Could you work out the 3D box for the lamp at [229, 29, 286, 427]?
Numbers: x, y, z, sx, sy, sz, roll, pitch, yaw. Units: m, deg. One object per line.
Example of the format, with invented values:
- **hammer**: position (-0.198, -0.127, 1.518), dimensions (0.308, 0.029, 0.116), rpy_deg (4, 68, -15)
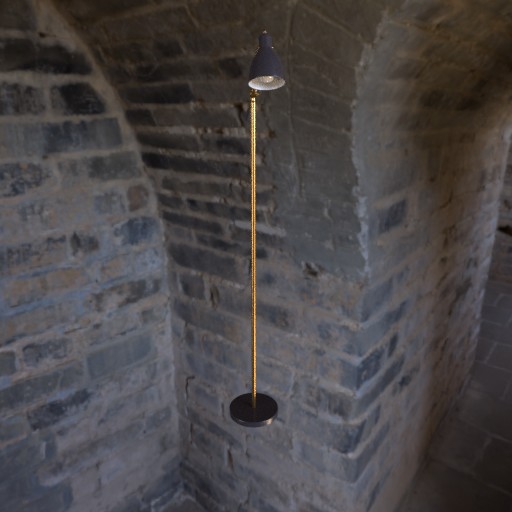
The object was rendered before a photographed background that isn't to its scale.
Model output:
- **lamp**: position (0.000, 0.000, 1.831), dimensions (0.235, 1.628, 0.618), rpy_deg (-2, 17, -7)
